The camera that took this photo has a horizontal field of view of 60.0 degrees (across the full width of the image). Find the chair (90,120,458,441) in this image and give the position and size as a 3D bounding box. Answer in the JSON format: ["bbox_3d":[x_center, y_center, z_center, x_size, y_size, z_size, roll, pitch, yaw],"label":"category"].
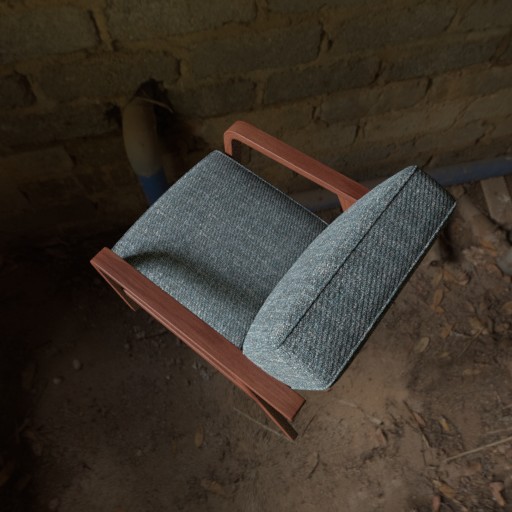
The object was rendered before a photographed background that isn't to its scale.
[{"bbox_3d":[0.000,0.000,1.464,0.889,0.864,0.719,35,69,16],"label":"chair"}]
